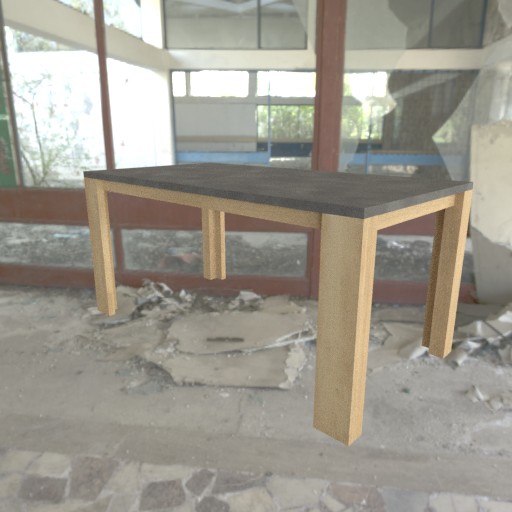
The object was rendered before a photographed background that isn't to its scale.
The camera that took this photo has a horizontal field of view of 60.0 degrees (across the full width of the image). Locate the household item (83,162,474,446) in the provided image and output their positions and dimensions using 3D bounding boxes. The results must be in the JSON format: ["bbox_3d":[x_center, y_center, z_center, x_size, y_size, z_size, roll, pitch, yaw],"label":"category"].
[{"bbox_3d":[0.000,0.000,2.114,1.600,0.755,0.850,15,21,41],"label":"household item"}]
